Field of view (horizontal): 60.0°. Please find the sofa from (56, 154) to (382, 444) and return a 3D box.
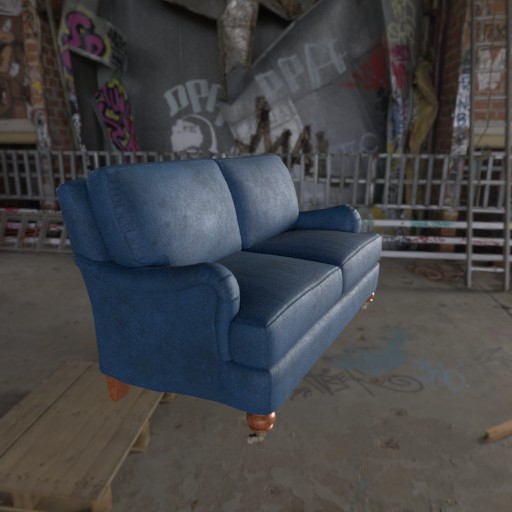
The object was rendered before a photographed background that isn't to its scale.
[{"bbox_3d":[0.000,0.000,2.565,1.084,1.101,1.853,8,17,27],"label":"sofa"}]
